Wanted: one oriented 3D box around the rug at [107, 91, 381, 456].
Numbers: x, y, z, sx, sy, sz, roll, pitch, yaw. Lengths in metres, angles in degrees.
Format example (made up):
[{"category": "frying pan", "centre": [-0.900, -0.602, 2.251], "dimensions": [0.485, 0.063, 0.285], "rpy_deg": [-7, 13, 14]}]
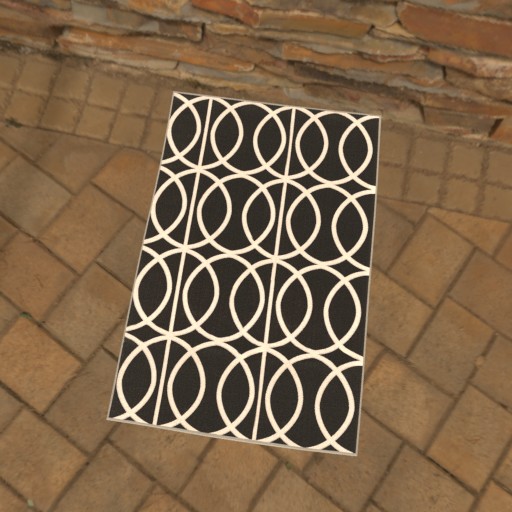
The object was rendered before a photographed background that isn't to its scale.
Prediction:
[{"category": "rug", "centre": [0.000, 0.000, 2.929], "dimensions": [1.528, 0.014, 2.294], "rpy_deg": [7, 76, 2]}]
